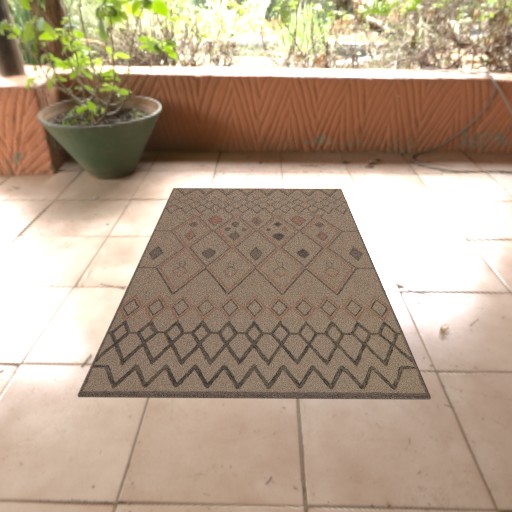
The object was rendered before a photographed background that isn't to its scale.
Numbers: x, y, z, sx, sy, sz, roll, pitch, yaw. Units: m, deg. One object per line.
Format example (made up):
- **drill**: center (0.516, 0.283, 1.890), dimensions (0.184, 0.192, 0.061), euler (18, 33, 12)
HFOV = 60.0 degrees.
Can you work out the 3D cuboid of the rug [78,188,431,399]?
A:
- **rug**: center (0.000, 0.000, 2.960), dimensions (1.524, 0.015, 2.438), euler (0, 30, 0)
